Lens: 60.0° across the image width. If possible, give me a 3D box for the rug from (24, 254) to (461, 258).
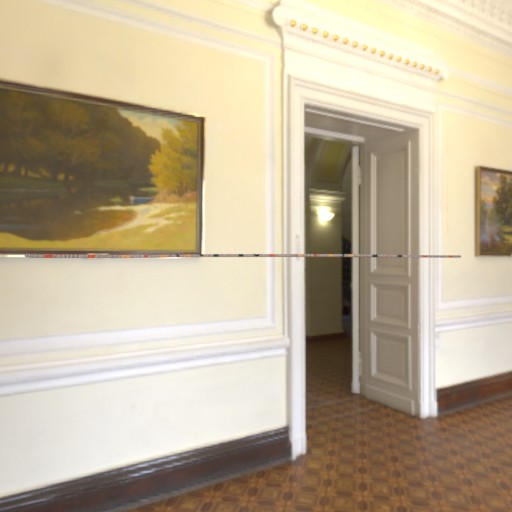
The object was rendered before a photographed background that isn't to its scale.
[{"bbox_3d":[0.000,0.000,2.691,2.419,0.022,0.744,0,0,-19],"label":"rug"}]
